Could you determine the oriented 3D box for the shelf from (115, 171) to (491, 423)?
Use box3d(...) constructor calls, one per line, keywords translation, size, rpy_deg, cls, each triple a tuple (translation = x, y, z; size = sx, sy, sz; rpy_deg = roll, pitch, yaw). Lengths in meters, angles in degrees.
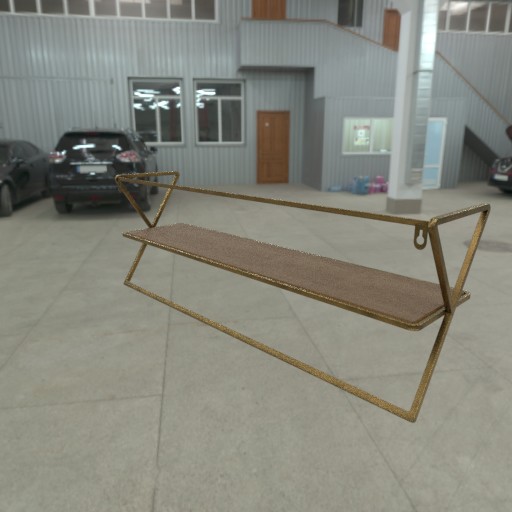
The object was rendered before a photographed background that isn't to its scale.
box3d(translation=(0.000, 0.000, 0.727), size=(0.150, 0.229, 0.645), rpy_deg=(-15, 21, -42), cls="shelf")
